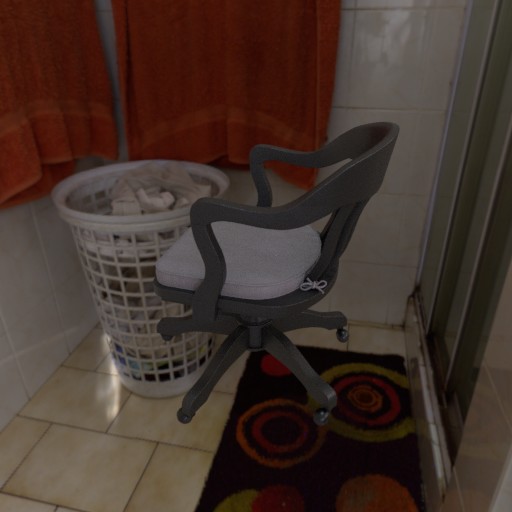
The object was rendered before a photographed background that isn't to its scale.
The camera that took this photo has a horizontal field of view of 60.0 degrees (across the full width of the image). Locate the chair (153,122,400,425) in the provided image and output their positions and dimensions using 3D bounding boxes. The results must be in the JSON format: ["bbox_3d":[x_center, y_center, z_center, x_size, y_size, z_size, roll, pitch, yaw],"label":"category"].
[{"bbox_3d":[0.000,0.000,1.467,0.788,0.878,0.750,7,29,13],"label":"chair"}]
